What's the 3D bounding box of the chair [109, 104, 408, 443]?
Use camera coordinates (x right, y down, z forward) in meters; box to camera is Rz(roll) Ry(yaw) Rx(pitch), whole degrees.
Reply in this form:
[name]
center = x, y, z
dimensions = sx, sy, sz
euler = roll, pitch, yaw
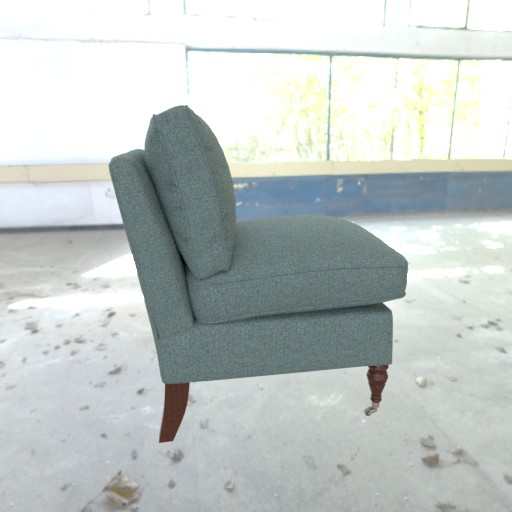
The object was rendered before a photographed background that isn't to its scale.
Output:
[chair]
center = 0.000, 0.000, 1.444
dimensions = 0.796, 0.901, 0.624
euler = -3, 16, -9
